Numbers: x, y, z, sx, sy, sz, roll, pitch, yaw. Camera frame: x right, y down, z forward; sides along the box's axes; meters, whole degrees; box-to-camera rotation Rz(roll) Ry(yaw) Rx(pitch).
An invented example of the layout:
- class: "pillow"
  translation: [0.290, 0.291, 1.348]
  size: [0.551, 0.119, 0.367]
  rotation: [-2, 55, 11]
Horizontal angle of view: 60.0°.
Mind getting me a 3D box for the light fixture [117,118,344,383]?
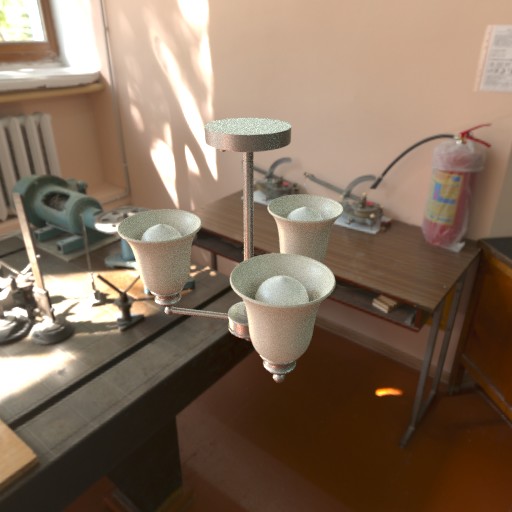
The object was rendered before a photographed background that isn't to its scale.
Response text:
- class: "light fixture"
  translation: [0.000, 0.000, 0.667]
  size: [0.388, 0.370, 0.354]
  rotation: [-8, 28, -16]
